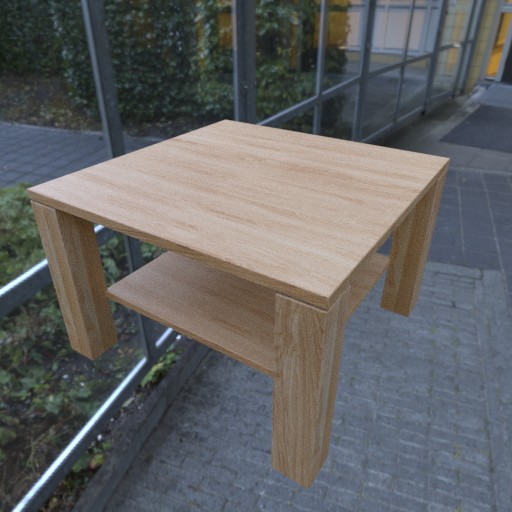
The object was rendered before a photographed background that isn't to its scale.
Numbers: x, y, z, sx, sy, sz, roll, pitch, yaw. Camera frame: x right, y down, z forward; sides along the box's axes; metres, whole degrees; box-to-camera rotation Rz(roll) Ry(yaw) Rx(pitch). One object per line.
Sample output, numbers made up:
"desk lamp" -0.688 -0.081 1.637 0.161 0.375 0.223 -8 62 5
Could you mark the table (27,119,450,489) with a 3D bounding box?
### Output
"table" 0.000 0.000 1.136 0.700 0.450 0.700 19 36 28
